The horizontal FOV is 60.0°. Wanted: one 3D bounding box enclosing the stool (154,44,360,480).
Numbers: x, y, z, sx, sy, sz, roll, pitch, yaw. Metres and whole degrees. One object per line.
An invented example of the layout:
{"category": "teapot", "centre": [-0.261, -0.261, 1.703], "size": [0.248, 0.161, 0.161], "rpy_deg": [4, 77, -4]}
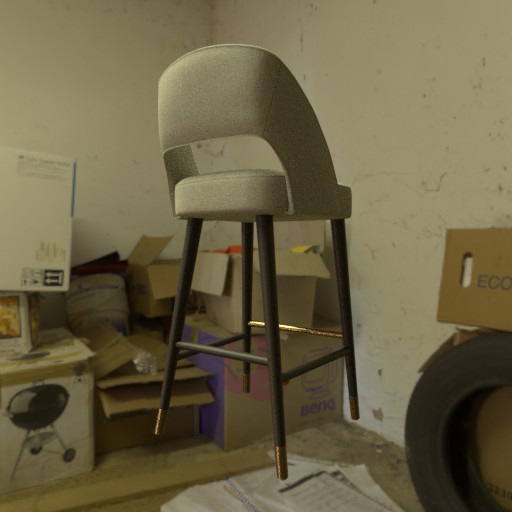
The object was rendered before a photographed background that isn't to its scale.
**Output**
{"category": "stool", "centre": [0.000, 0.000, 1.312], "size": [0.494, 1.037, 0.509], "rpy_deg": [1, 2, 35]}
